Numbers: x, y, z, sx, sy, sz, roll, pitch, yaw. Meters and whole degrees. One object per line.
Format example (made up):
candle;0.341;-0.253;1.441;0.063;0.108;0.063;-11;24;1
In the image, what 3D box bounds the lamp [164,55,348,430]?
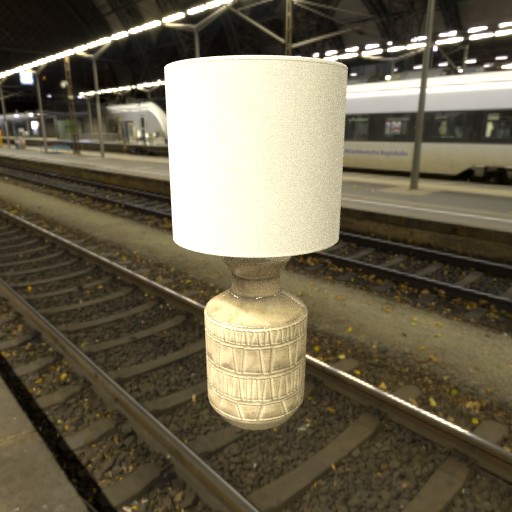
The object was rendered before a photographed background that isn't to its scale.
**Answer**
lamp;0.000;0.000;0.582;0.211;0.455;0.211;8;18;25
